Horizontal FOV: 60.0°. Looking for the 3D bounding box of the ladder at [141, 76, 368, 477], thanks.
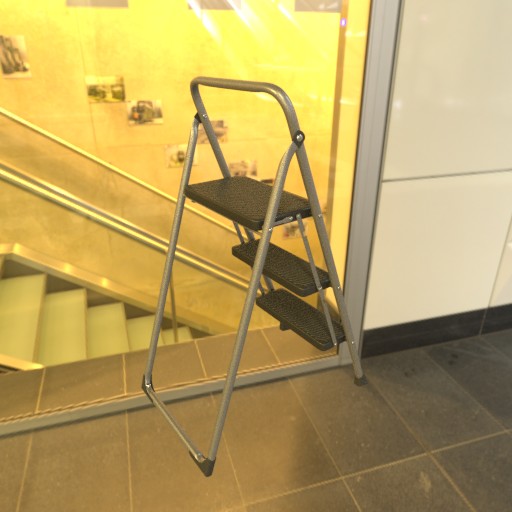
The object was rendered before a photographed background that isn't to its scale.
[{"bbox_3d":[0.000,0.000,1.264,0.629,0.945,0.430,-17,30,-32],"label":"ladder"}]
